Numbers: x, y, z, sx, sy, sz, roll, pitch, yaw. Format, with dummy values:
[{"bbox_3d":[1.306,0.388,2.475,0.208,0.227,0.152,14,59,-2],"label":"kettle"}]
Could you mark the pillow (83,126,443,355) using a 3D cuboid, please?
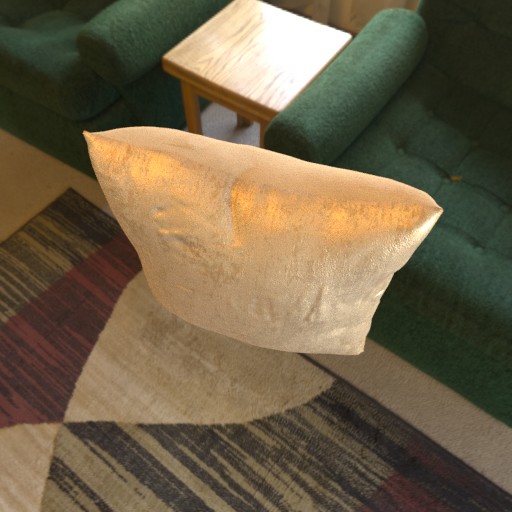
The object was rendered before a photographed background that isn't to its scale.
[{"bbox_3d":[0.000,0.000,0.716,0.450,0.448,0.245,16,60,9],"label":"pillow"}]
